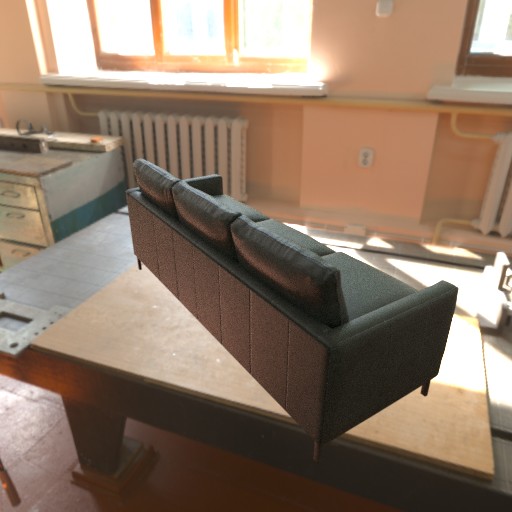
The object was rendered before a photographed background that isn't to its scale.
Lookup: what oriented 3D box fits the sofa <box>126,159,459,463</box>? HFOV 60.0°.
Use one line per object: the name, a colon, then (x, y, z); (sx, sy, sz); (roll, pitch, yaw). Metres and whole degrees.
sofa: (0.000, 0.000, 2.433); (0.748, 0.805, 2.029); (-16, 30, -30)
